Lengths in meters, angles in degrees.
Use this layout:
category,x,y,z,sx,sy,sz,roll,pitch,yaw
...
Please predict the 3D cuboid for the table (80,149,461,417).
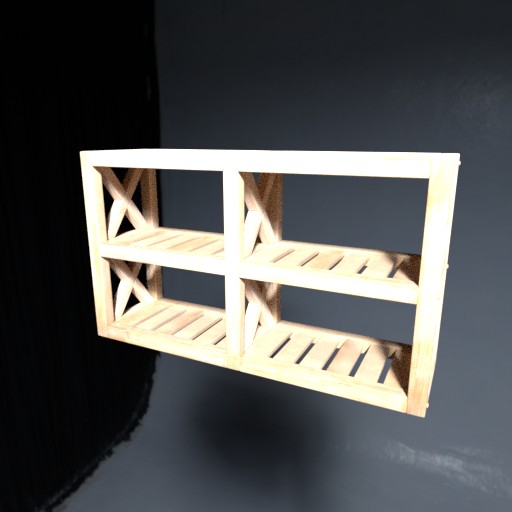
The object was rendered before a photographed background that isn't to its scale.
category,x,y,z,sx,sy,sz,roll,pitch,yaw
table,0.000,0.000,1.671,1.320,0.762,0.381,7,17,25
